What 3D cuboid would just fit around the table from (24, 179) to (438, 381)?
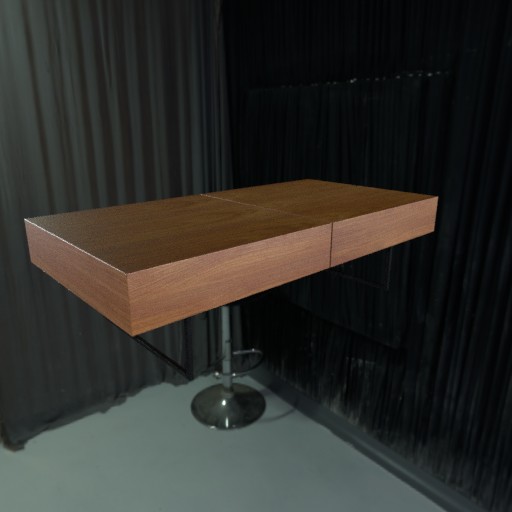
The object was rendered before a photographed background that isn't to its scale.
[{"bbox_3d":[0.000,0.000,1.455,1.194,0.330,0.610,-15,23,-40],"label":"table"}]
